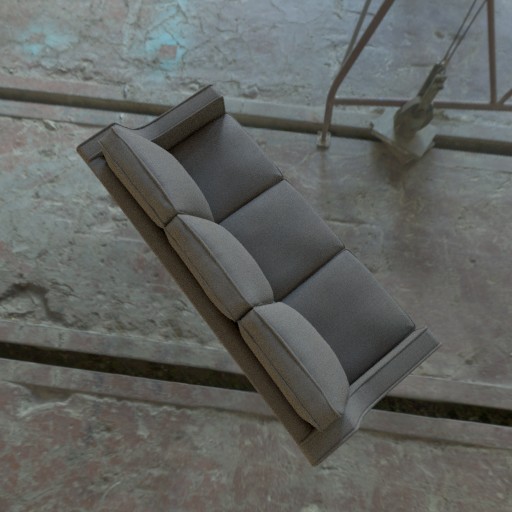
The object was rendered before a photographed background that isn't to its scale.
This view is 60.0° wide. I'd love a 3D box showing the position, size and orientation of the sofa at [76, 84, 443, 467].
[{"bbox_3d":[0.000,0.000,2.547,0.911,0.974,1.986,-37,77,-10],"label":"sofa"}]
